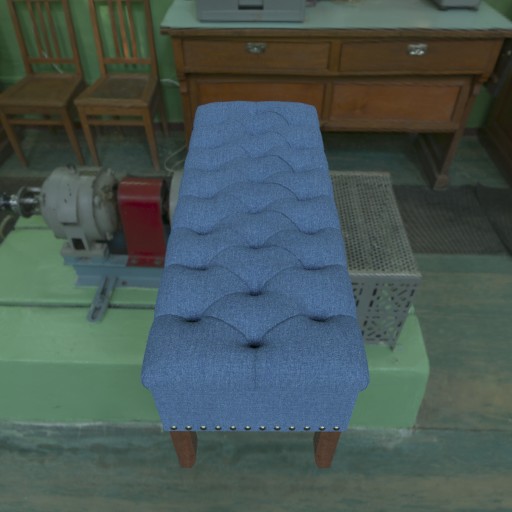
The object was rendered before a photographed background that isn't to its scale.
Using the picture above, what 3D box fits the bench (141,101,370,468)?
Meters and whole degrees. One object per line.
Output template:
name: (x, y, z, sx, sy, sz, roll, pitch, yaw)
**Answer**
bench: (0.000, 0.000, 1.298, 0.417, 0.492, 1.052, 0, 44, 0)
